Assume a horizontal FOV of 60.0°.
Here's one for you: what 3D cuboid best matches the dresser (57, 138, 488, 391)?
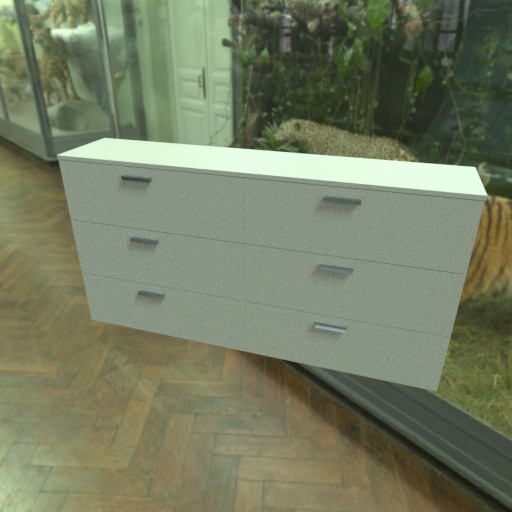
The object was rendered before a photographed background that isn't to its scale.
[{"bbox_3d":[0.000,0.000,1.828,1.535,0.790,0.333,8,29,16],"label":"dresser"}]
